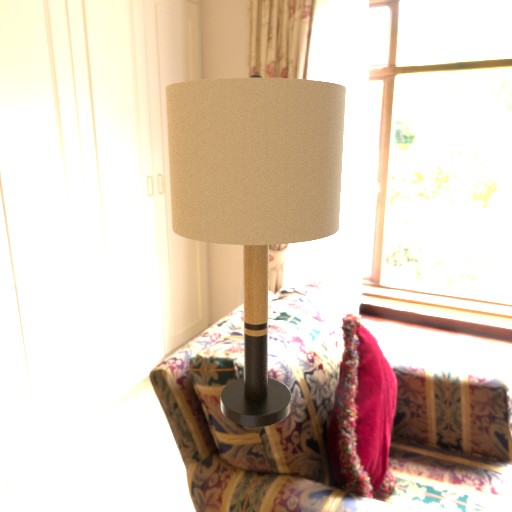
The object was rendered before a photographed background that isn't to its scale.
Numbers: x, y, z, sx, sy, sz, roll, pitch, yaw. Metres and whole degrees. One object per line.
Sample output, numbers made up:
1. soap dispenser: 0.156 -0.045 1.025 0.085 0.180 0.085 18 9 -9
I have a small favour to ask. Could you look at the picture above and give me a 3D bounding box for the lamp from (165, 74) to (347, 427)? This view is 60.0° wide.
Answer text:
1. lamp: 0.000 0.000 0.835 0.305 0.640 0.305 -3 15 -10
